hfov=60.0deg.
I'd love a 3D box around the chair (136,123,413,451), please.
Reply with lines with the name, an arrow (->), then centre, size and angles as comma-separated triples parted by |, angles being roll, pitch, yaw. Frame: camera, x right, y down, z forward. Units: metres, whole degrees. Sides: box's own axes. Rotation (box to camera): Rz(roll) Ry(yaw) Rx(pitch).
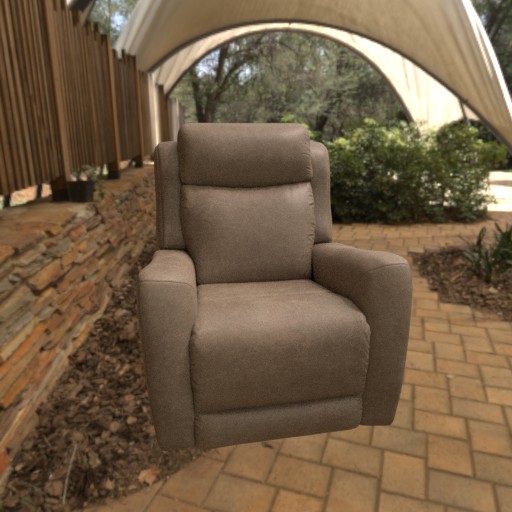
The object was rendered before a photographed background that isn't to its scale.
chair -> 0.000, 0.000, 1.922 | 0.967, 1.116, 1.068 | -3, 16, -9
